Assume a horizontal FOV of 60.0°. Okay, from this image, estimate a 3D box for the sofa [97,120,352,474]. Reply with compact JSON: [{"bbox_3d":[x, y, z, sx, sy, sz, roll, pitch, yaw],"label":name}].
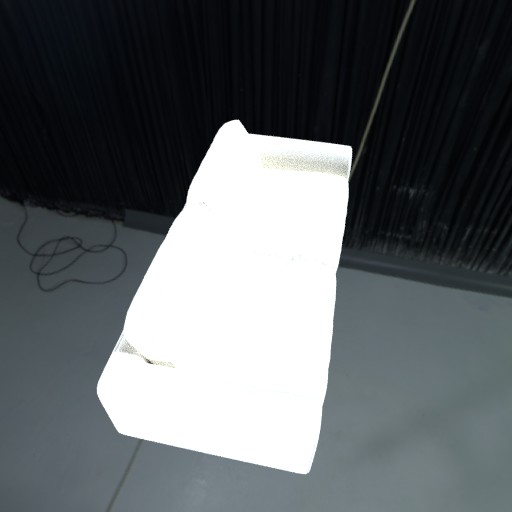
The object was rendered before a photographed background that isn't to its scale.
[{"bbox_3d":[0.000,0.000,2.814,1.070,0.801,2.262,9,48,8],"label":"sofa"}]
